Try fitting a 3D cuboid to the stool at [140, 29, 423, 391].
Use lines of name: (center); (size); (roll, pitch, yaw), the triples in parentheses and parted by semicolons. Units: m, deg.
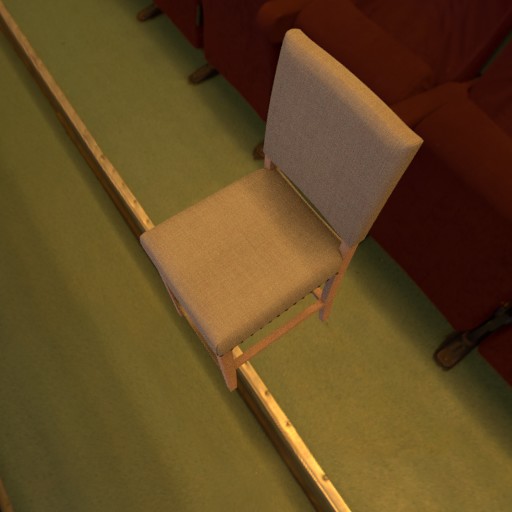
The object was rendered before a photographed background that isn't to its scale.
stool: (0.000, 0.000, 1.452); (0.585, 1.173, 0.445); (-33, 68, -15)
